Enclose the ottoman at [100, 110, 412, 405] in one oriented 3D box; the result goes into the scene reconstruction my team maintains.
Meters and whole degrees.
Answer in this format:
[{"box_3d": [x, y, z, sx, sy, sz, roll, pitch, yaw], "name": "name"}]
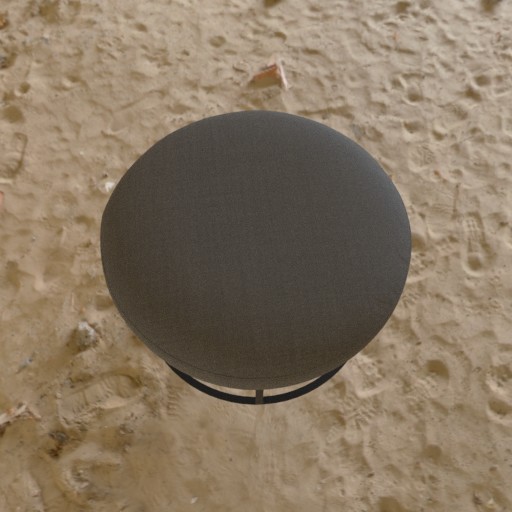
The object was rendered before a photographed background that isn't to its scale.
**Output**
[{"box_3d": [0.000, 0.000, 1.243, 0.772, 0.460, 0.772, 0, 63, 0], "name": "ottoman"}]
